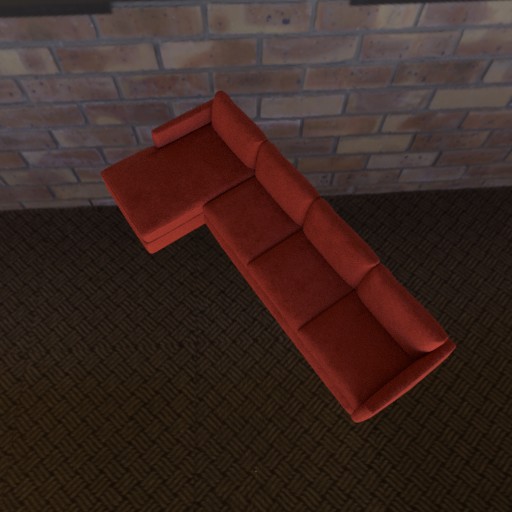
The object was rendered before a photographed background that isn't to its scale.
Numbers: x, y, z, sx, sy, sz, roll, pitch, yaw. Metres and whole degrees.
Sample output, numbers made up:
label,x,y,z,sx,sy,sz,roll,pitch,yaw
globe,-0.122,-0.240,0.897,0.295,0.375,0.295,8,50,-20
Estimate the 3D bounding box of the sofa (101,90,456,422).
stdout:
label,x,y,z,sx,sy,sz,roll,pitch,yaw
sofa,0.000,0.000,2.988,1.136,0.663,2.467,-32,68,-15
